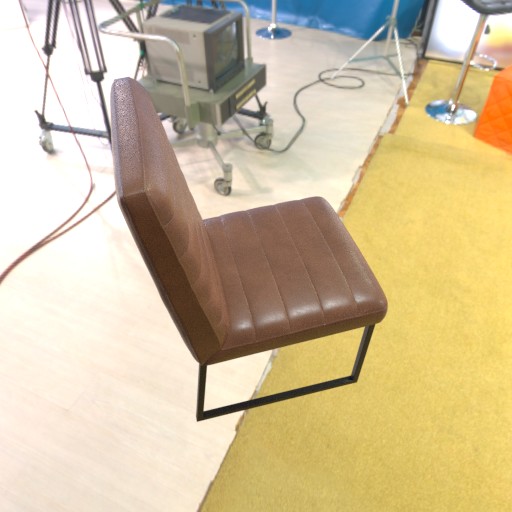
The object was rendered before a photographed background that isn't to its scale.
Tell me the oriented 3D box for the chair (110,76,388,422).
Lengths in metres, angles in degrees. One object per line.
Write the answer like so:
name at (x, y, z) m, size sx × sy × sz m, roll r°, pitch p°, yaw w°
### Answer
chair at (0.000, 0.000, 1.300) m, size 0.634 × 0.930 × 0.520 m, roll -10°, pitch 46°, yaw -10°
